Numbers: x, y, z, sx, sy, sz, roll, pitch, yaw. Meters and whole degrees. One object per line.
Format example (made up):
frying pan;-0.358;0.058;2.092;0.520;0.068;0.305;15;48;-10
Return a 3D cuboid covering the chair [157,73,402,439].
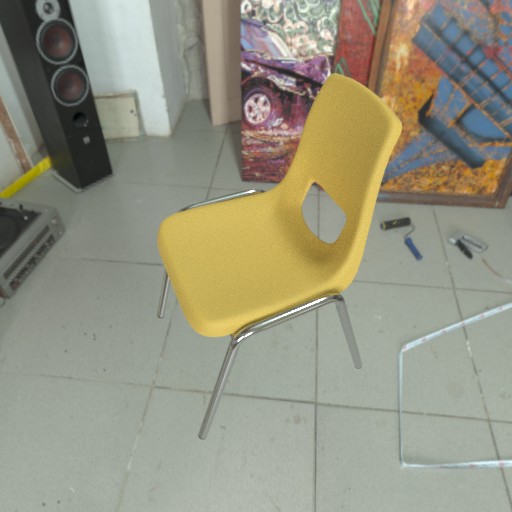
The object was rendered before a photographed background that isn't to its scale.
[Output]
chair;0.000;0.000;0.935;0.436;0.653;0.381;-17;48;-16
